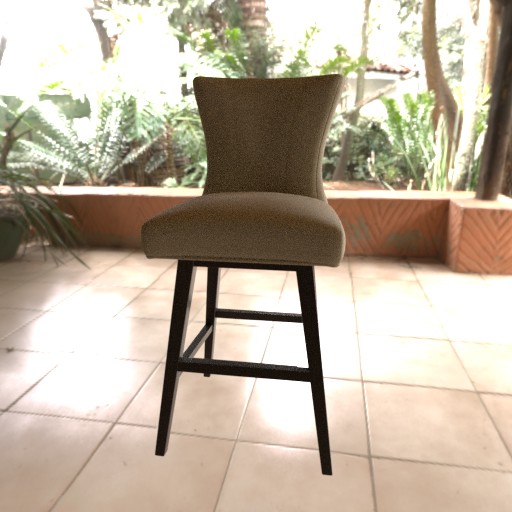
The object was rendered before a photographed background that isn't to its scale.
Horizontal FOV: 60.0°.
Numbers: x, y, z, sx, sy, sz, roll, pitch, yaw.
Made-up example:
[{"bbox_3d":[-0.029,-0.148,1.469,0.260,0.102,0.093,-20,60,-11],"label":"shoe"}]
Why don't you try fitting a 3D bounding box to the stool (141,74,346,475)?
[{"bbox_3d":[0.000,0.000,1.372,0.514,1.086,0.574,3,17,8],"label":"stool"}]
